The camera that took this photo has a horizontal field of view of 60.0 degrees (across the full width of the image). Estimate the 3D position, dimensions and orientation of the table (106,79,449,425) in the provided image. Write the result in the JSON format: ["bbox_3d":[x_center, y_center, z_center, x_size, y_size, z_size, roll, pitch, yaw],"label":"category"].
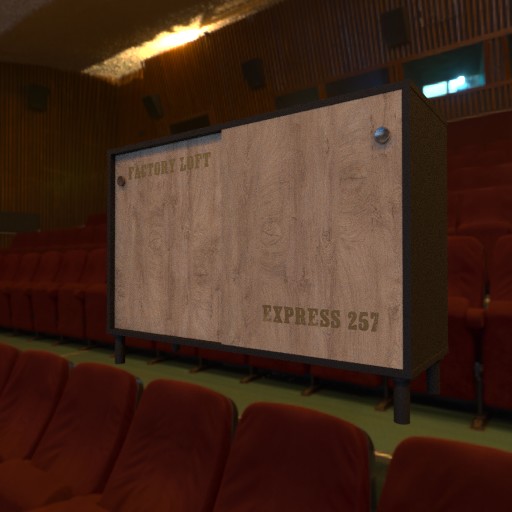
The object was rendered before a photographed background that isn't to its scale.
[{"bbox_3d":[0.000,0.000,1.581,1.200,0.855,0.400,-1,-1,36],"label":"table"}]
